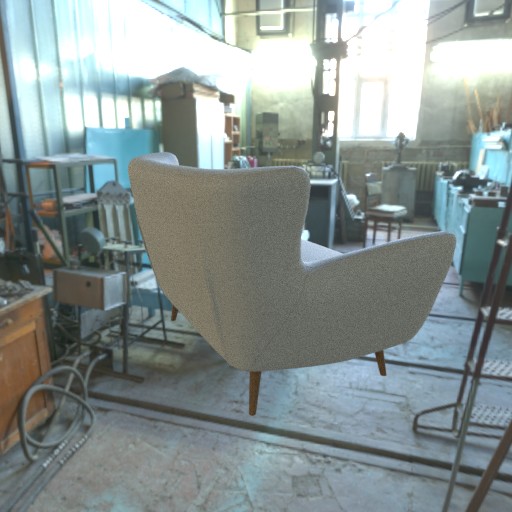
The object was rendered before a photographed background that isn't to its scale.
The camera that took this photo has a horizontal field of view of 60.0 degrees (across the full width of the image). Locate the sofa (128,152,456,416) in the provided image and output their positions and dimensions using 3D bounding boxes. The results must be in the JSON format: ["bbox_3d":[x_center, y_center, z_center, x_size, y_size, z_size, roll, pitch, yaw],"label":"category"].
[{"bbox_3d":[0.000,0.000,1.991,0.921,0.878,1.424,-8,17,-26],"label":"sofa"}]
